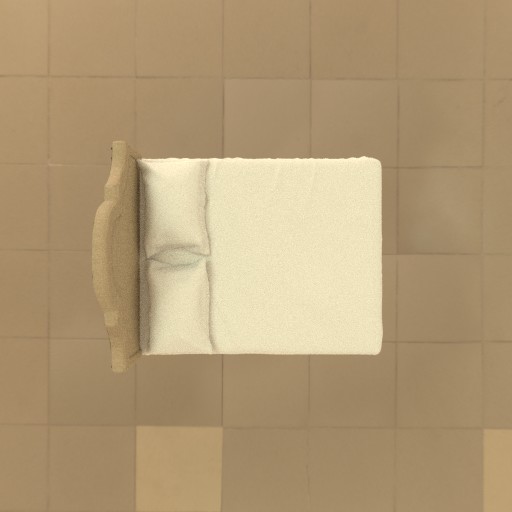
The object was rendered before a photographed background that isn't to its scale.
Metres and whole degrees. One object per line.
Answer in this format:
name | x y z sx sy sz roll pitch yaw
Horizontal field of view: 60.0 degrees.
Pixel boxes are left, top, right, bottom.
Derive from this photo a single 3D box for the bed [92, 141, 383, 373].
bed | 0.000 0.000 3.439 2.222 1.634 1.780 0 90 0
